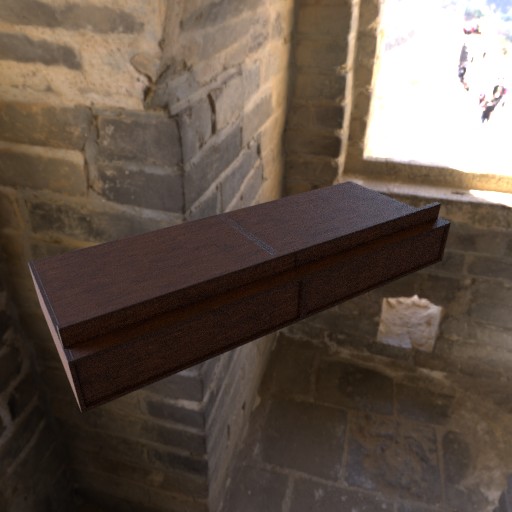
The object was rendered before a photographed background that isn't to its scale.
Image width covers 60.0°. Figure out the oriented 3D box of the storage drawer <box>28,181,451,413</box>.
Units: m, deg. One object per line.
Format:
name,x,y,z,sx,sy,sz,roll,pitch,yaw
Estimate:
storage drawer,0.000,0.000,2.178,1.914,0.339,0.774,-18,34,-28
